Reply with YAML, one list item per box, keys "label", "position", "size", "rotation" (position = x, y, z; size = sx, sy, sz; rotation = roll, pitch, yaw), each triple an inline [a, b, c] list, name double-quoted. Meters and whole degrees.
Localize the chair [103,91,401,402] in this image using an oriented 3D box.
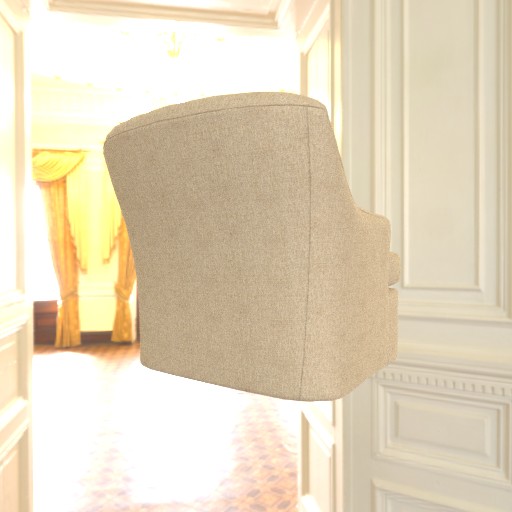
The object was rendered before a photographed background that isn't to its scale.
- label: "chair"
  position: [0.000, 0.000, 1.593]
  size: [0.864, 0.856, 0.923]
  rotation: [0, 1, 35]
